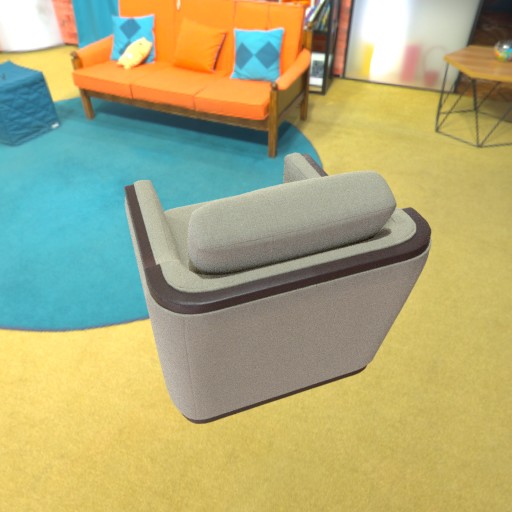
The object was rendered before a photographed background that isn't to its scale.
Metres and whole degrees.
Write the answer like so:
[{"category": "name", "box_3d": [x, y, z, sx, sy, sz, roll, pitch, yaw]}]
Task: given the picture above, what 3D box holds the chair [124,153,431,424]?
[{"category": "chair", "box_3d": [0.000, 0.000, 1.691, 0.870, 0.930, 0.950, -13, 43, -15]}]
